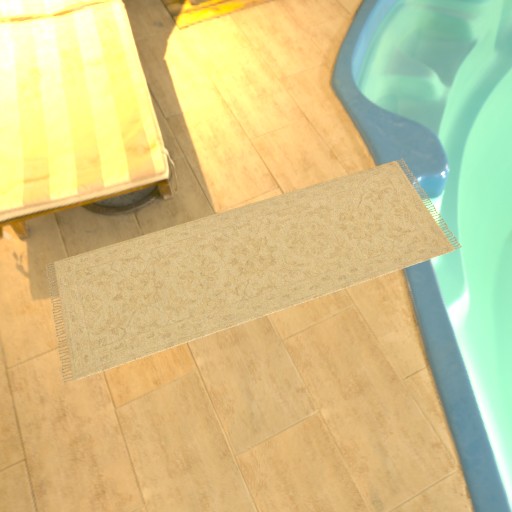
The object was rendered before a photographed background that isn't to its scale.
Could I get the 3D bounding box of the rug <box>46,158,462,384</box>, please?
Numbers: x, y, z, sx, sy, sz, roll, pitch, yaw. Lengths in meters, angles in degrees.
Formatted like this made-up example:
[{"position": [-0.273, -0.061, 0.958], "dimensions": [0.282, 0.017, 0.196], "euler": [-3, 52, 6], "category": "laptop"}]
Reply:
[{"position": [0.000, 0.000, 2.833], "dimensions": [2.544, 0.015, 0.795], "euler": [-18, 63, -9], "category": "rug"}]
